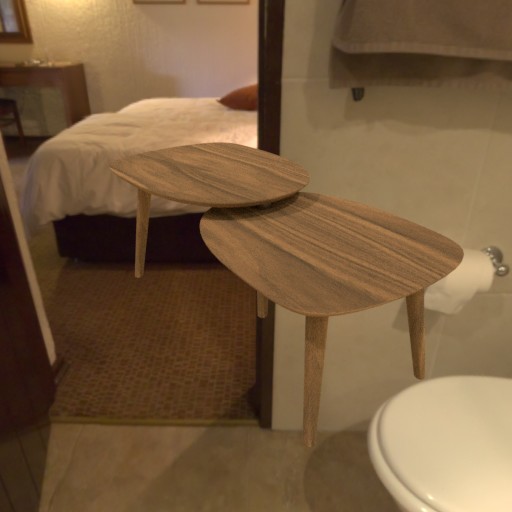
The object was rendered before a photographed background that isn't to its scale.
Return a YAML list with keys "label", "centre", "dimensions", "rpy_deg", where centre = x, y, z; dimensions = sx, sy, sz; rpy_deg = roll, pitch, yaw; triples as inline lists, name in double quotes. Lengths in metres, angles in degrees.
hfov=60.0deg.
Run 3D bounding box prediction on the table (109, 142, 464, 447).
- label: "table"
  centre: [0.000, 0.000, 1.317]
  dimensions: [0.527, 0.429, 1.084]
  rpy_deg: [-19, 33, -32]
